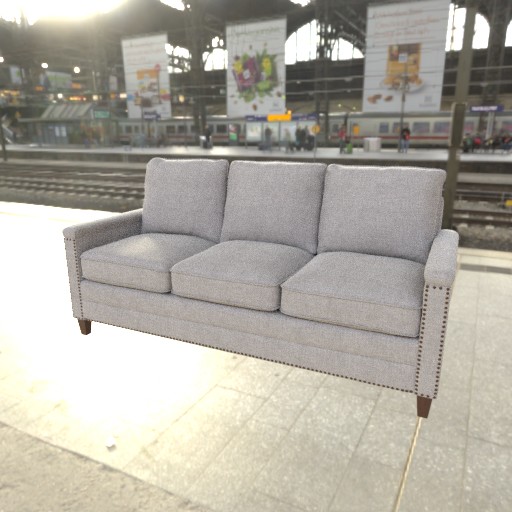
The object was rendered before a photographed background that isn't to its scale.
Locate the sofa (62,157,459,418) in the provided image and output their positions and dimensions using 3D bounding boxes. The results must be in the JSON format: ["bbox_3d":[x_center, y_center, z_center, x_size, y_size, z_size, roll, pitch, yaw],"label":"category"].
[{"bbox_3d":[0.000,0.000,2.345,1.925,0.959,0.828,7,17,24],"label":"sofa"}]
